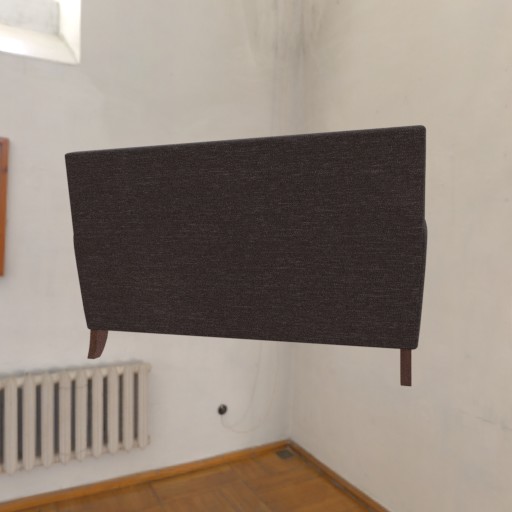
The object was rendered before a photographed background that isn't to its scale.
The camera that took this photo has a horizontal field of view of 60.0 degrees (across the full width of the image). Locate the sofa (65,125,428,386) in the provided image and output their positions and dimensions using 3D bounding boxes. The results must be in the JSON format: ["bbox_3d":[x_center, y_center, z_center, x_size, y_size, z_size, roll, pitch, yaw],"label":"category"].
[{"bbox_3d":[0.000,0.000,2.079,1.509,0.905,0.867,0,1,17],"label":"sofa"}]
